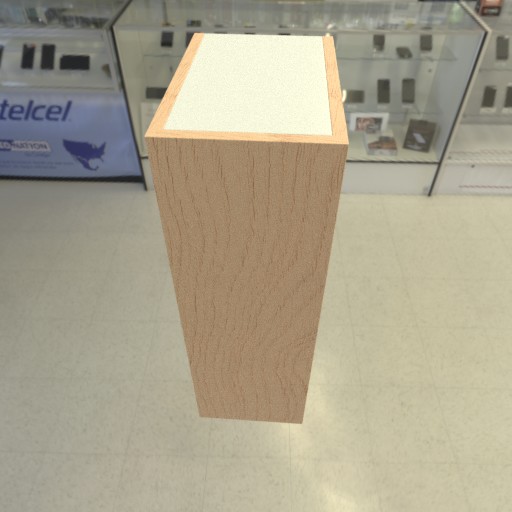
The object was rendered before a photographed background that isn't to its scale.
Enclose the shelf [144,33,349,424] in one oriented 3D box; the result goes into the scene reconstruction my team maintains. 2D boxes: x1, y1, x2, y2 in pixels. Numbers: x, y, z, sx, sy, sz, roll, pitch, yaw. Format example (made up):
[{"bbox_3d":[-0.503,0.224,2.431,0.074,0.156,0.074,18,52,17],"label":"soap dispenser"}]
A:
[{"bbox_3d":[0.000,0.000,0.739,0.200,0.600,0.290,3,45,3],"label":"shelf"}]
